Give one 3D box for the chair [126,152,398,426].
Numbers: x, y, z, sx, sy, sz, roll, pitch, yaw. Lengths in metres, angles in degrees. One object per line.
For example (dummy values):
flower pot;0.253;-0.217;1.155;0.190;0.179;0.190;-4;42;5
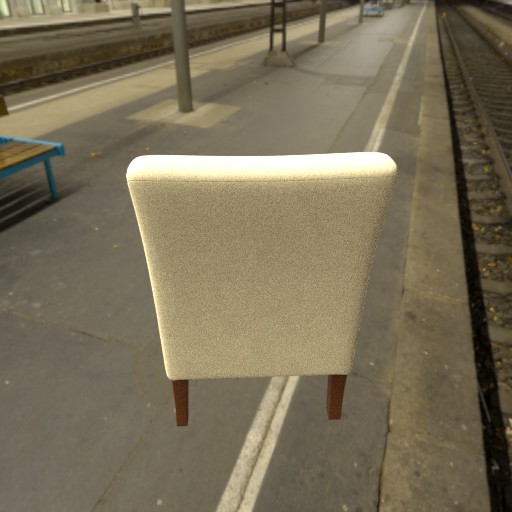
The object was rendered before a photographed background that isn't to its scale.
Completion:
chair;0.000;0.000;1.337;0.521;0.833;0.754;-1;31;-2
